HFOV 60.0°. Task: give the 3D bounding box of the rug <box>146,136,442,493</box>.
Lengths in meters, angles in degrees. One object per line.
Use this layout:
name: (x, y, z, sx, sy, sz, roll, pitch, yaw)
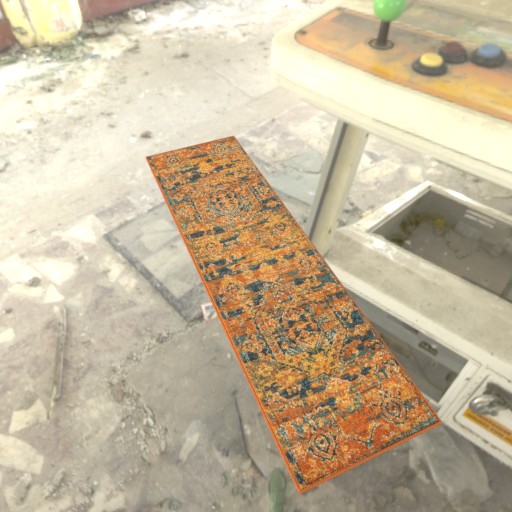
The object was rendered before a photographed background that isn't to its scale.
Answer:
rug: (0.000, 0.000, 2.400, 0.651, 0.016, 2.274, -18, 50, -16)
